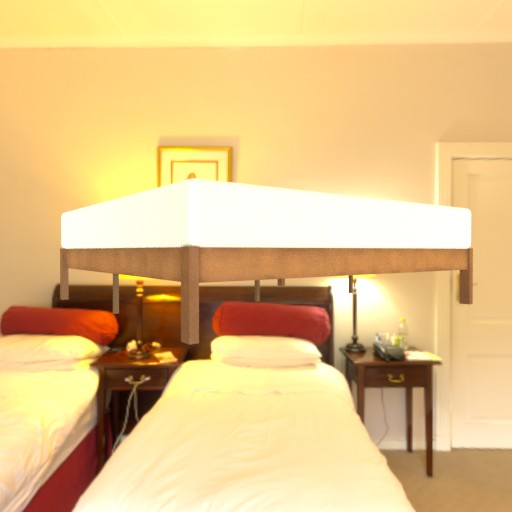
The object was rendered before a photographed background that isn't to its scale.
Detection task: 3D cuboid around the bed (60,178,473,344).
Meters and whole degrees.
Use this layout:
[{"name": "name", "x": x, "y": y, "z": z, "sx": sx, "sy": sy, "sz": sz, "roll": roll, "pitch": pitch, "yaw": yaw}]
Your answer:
[{"name": "bed", "x": 0.000, "y": 0.000, "z": 3.005, "sx": 2.049, "sy": 0.616, "sz": 1.930, "roll": -1, "pitch": 1, "yaw": -37}]
